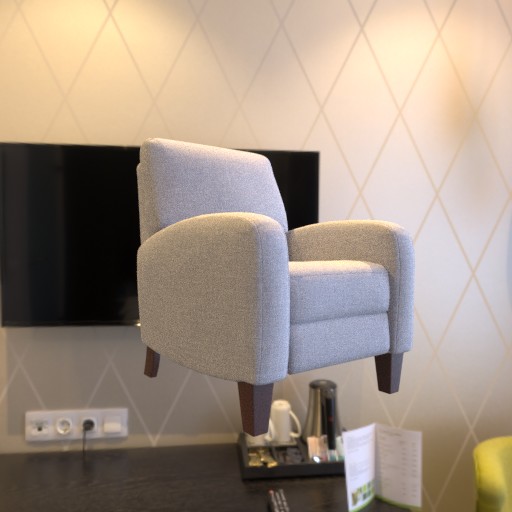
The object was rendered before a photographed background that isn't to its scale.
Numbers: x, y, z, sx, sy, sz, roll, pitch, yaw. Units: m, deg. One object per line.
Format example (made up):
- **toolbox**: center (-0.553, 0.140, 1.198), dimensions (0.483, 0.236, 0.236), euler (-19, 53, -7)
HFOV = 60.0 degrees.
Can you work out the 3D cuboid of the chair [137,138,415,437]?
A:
- **chair**: center (0.000, 0.000, 1.758), dimensions (0.762, 0.990, 0.990), euler (-1, 1, -37)
